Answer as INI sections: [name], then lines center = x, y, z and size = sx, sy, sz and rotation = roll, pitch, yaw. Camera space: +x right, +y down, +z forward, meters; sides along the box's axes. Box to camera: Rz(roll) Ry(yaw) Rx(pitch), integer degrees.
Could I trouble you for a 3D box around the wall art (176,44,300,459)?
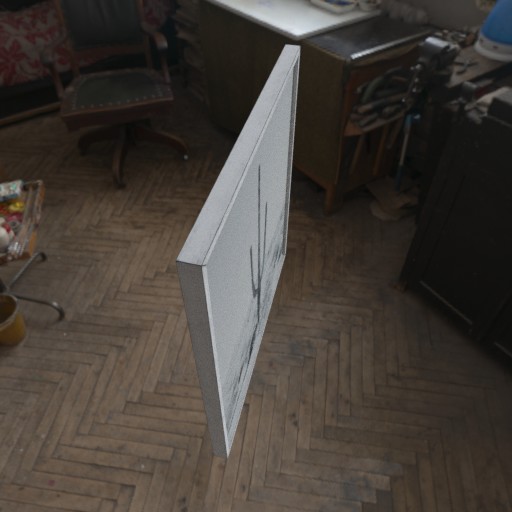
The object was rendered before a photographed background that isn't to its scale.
[wall art]
center = 0.000, 0.000, 1.140
size = 0.038, 0.762, 0.762
rotation = 10, 48, 10
